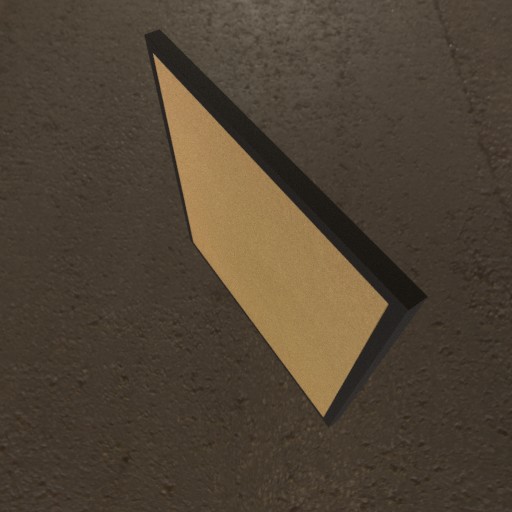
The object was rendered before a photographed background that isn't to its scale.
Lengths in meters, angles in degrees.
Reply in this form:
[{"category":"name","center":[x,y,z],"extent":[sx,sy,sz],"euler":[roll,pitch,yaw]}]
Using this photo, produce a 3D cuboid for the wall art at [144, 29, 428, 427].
[{"category":"wall art","center":[0.000,0.000,1.079],"extent":[0.037,0.760,0.762],"euler":[-30,63,-18]}]
